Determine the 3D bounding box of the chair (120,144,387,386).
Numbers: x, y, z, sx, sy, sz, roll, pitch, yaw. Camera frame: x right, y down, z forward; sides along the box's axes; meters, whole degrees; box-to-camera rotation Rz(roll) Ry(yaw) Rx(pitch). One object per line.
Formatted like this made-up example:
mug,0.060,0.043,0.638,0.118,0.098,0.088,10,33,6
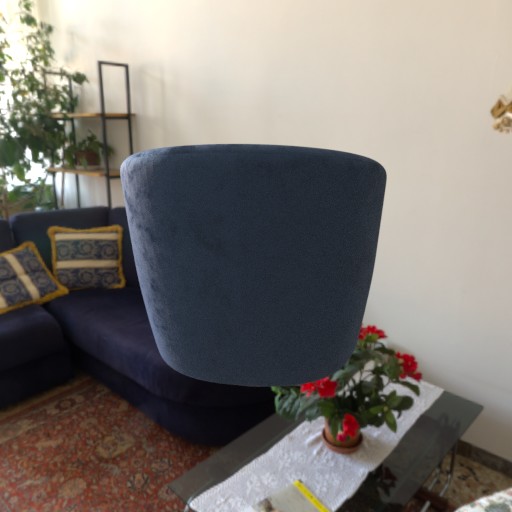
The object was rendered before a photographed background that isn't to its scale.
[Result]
chair,0.000,0.000,1.379,0.773,0.698,0.767,2,16,6
